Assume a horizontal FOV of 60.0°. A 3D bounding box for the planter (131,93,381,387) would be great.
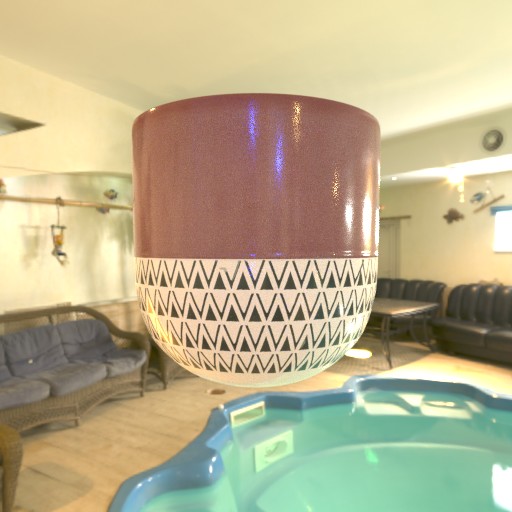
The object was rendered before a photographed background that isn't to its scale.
[{"bbox_3d":[0.000,0.000,0.494,0.266,0.270,0.266,0,1,0],"label":"planter"}]
